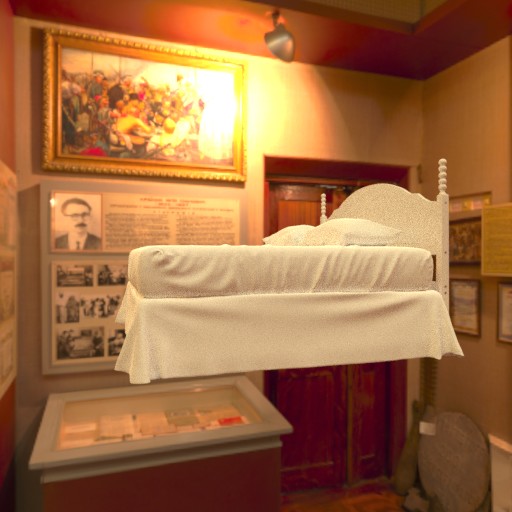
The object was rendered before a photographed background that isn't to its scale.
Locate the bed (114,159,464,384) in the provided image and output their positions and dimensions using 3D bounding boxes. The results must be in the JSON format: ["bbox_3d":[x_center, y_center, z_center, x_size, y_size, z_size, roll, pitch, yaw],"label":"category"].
[{"bbox_3d":[0.000,0.000,3.647,2.219,1.355,2.322,0,0,-18],"label":"bed"}]
